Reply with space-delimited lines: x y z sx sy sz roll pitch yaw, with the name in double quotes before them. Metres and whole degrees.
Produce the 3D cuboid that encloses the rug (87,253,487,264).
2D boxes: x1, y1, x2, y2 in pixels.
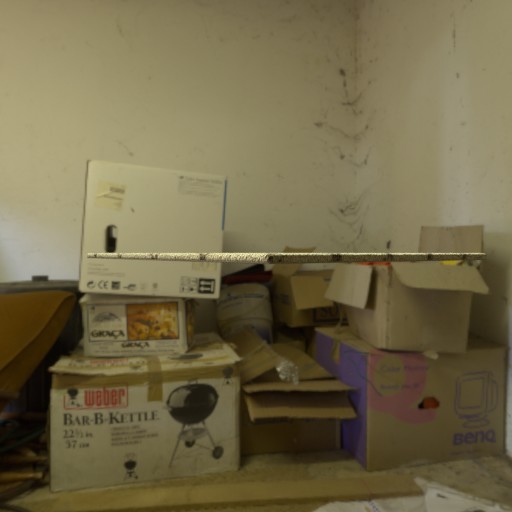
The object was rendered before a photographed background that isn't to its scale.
"rug" 0.000 0.000 2.296 1.219 0.030 1.778 0 1 -36
